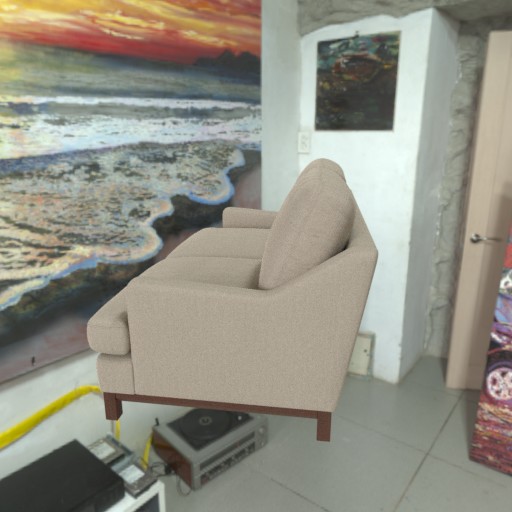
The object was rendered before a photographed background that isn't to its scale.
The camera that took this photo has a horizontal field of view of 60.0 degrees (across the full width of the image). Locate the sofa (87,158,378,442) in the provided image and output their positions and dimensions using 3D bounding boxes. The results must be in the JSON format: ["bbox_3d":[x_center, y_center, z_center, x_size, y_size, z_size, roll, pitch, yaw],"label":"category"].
[{"bbox_3d":[0.000,0.000,2.244,1.004,0.910,1.619,2,16,8],"label":"sofa"}]
